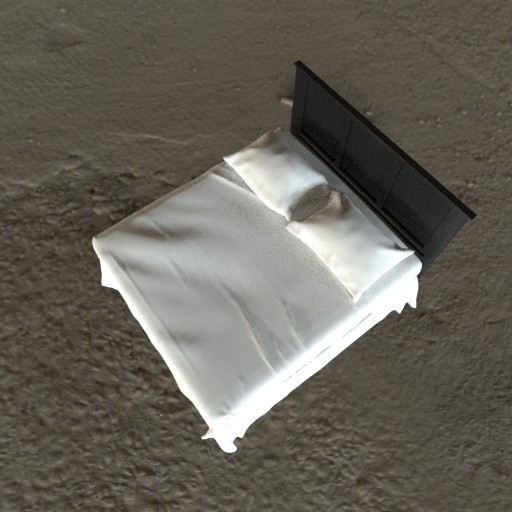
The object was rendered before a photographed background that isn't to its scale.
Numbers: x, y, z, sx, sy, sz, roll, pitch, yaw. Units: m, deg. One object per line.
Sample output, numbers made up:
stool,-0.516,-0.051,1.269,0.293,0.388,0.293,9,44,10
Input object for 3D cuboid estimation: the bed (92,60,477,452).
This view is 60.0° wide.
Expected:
bed,0.000,0.000,3.203,2.050,1.270,1.870,-34,68,-16
